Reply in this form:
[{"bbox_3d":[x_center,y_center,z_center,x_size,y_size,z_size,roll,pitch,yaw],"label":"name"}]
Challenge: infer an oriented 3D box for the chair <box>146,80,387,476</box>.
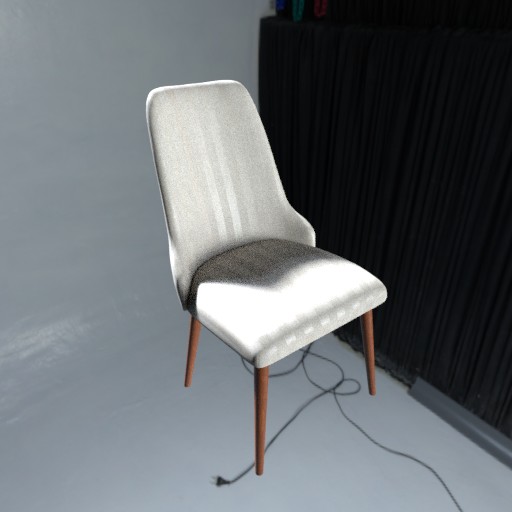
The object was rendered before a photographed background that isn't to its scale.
[{"bbox_3d":[0.000,0.000,1.356,0.526,0.917,0.684,-21,36,-31],"label":"chair"}]
